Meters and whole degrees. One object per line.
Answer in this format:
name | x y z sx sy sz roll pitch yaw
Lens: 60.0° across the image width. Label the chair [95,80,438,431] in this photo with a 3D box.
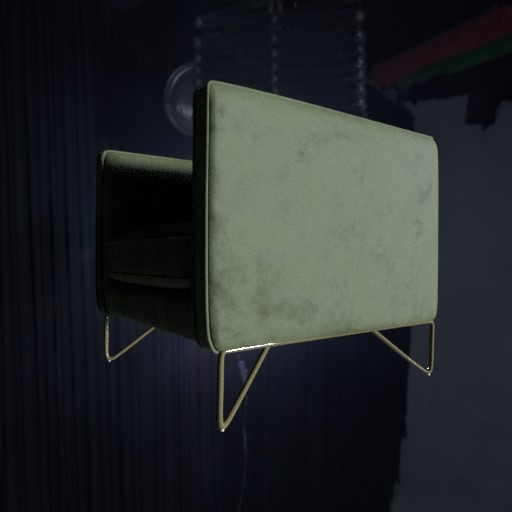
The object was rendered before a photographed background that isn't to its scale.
chair | 0.000 0.000 1.556 0.894 0.790 0.880 0 0 -35
